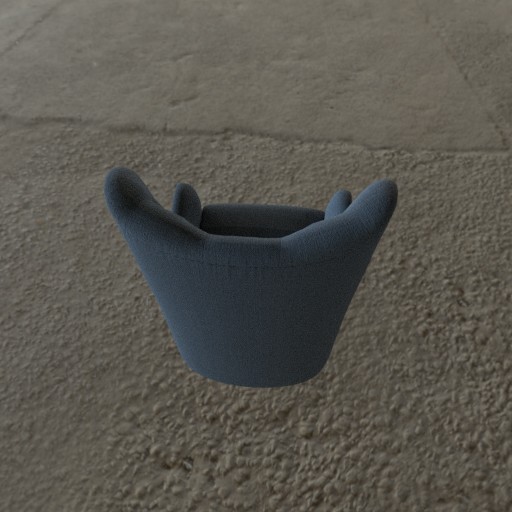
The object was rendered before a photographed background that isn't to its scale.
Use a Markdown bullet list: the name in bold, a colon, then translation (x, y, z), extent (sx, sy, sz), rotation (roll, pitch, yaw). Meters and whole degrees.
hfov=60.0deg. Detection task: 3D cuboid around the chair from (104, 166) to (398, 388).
- **chair**: translation (0.000, 0.000, 1.772), extent (0.831, 1.079, 0.930), rotation (3, 46, 3)
